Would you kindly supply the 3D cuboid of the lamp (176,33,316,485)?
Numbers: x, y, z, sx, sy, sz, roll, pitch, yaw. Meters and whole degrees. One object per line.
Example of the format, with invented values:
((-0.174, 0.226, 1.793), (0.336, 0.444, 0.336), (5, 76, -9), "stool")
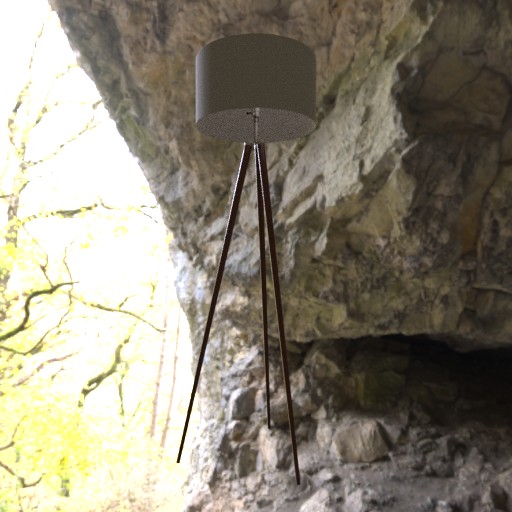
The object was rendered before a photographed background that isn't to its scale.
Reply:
((0.000, 0.000, 1.785), (0.483, 1.553, 0.483), (0, 0, 20), "lamp")
